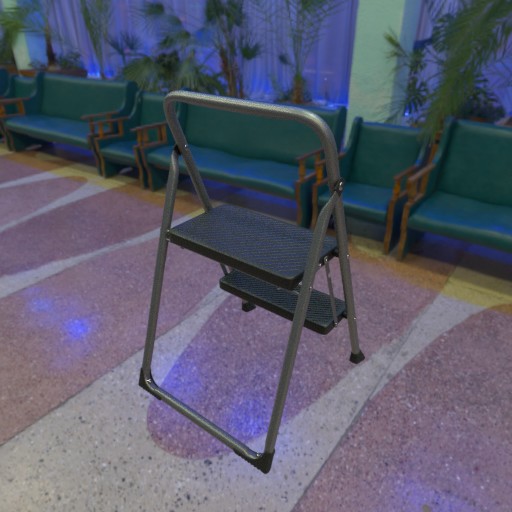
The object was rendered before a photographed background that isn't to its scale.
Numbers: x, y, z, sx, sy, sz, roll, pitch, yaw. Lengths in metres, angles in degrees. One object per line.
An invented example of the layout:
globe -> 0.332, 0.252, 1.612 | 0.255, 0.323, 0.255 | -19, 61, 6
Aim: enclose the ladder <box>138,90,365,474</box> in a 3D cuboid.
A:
ladder -> 0.000, 0.000, 1.031 | 0.430, 0.720, 0.472 | 21, 36, 32
